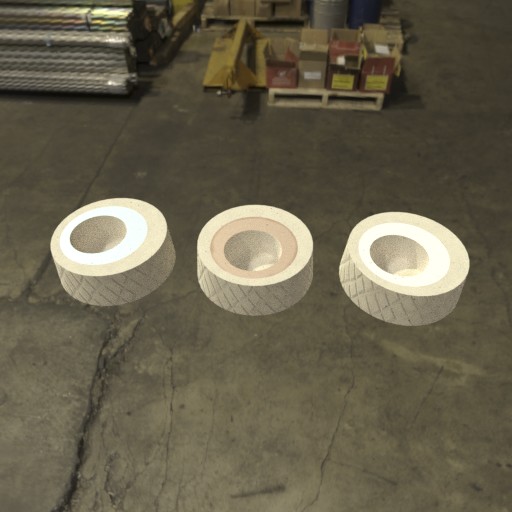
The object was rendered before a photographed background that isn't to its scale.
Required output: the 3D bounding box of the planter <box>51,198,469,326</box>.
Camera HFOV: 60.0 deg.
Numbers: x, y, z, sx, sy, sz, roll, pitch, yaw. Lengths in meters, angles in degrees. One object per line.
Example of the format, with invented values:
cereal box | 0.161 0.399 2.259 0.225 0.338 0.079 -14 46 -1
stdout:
planter | 0.000 0.000 0.424 0.390 0.038 0.114 3 46 3
